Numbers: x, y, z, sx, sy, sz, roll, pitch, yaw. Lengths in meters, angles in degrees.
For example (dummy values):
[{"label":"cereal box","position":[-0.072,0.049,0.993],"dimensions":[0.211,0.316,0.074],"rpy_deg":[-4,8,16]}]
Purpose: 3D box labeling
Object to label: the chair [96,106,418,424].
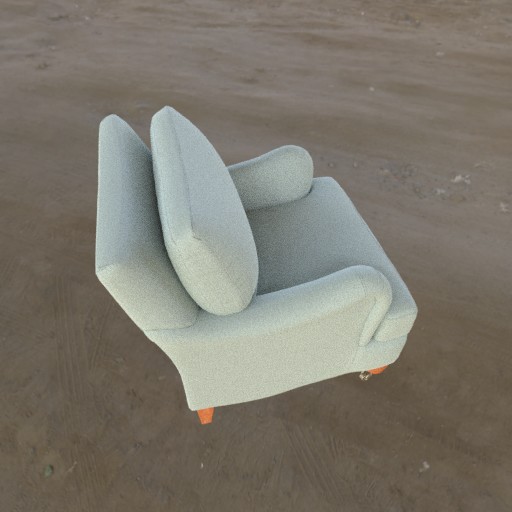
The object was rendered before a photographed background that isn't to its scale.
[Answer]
[{"label":"chair","position":[0.000,0.000,1.852],"dimensions":[1.070,1.038,0.955],"rpy_deg":[-9,45,-10]}]
